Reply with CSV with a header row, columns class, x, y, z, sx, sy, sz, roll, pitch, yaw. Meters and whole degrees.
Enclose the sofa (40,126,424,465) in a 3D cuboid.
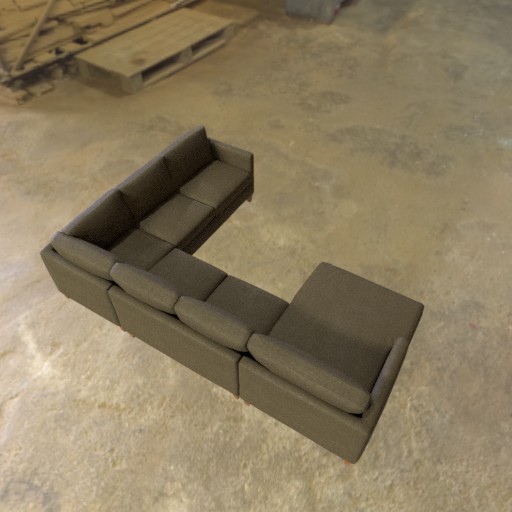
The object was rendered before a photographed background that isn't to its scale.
class,x,y,z,sx,sy,sz,roll,pitch,yaw
sofa,0.000,0.000,4.642,3.460,0.961,2.594,24,51,21
